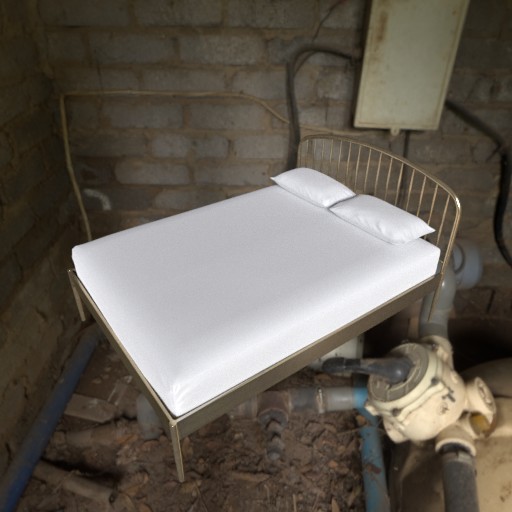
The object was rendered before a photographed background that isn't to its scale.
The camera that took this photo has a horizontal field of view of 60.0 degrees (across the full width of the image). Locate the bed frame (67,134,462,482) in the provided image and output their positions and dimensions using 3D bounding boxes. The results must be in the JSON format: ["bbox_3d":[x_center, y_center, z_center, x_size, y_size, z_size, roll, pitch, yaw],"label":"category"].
[{"bbox_3d":[0.000,0.000,3.070,2.152,1.175,1.612,-21,38,-30],"label":"bed frame"}]
